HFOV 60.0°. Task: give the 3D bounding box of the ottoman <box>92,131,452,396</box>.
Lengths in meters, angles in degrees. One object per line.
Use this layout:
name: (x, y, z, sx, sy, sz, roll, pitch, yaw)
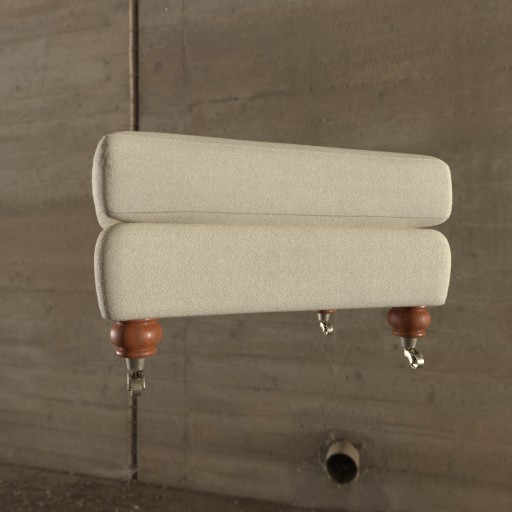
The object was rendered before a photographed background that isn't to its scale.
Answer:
ottoman: (0.000, 0.000, 1.126, 0.773, 0.499, 0.569, 0, 0, -19)
